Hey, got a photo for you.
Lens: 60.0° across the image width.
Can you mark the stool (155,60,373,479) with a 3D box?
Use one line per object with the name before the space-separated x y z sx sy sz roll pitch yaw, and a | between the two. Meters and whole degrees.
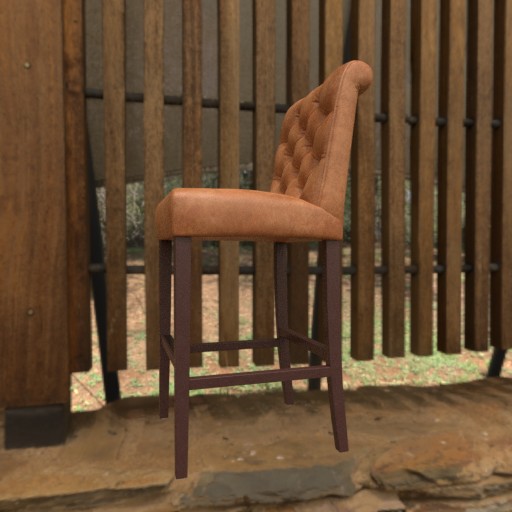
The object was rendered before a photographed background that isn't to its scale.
stool | 0.000 0.000 1.425 0.601 1.140 0.493 0 1 -18
